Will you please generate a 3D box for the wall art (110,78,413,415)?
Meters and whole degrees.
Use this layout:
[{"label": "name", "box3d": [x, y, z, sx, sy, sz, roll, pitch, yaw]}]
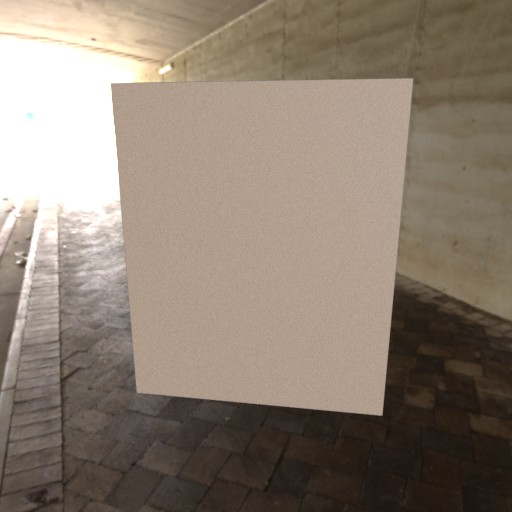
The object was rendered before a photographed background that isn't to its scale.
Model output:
[{"label": "wall art", "box3d": [0.000, 0.000, 0.748, 0.452, 0.549, 0.038, 2, 16, 9]}]
